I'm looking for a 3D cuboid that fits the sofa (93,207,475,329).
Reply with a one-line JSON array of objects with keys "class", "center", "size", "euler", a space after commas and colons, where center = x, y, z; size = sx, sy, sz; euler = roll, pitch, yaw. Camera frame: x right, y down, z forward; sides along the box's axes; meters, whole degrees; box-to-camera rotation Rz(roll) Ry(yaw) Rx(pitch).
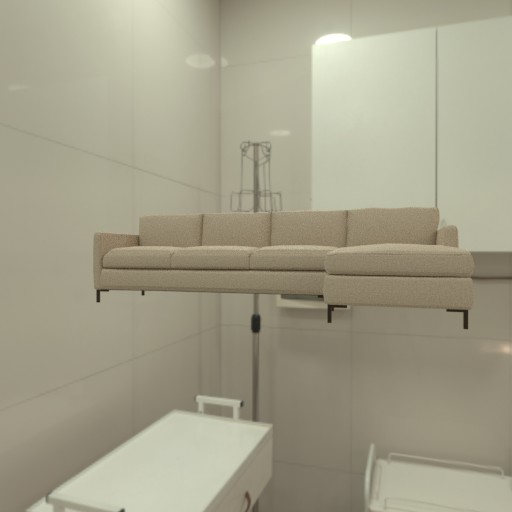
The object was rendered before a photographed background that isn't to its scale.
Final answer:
[{"class": "sofa", "center": [0.000, 0.000, 3.240], "size": [2.731, 0.755, 1.258], "euler": [0, 0, 18]}]
